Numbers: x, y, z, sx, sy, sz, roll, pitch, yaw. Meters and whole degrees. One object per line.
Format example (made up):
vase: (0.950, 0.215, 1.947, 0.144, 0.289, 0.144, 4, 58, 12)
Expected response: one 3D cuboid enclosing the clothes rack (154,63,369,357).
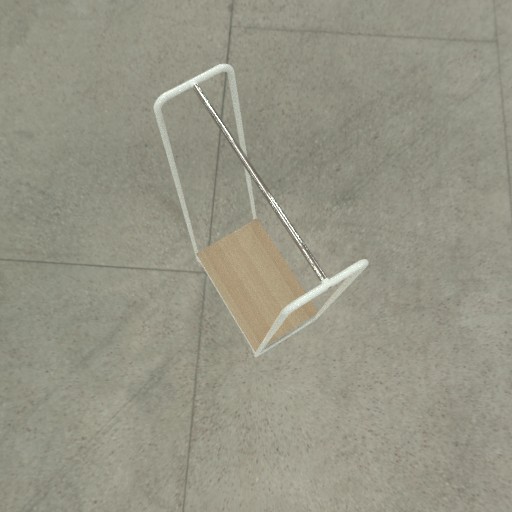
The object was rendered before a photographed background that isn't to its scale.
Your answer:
clothes rack: (0.000, 0.000, 1.785, 0.400, 1.500, 0.640, -31, 77, -8)
